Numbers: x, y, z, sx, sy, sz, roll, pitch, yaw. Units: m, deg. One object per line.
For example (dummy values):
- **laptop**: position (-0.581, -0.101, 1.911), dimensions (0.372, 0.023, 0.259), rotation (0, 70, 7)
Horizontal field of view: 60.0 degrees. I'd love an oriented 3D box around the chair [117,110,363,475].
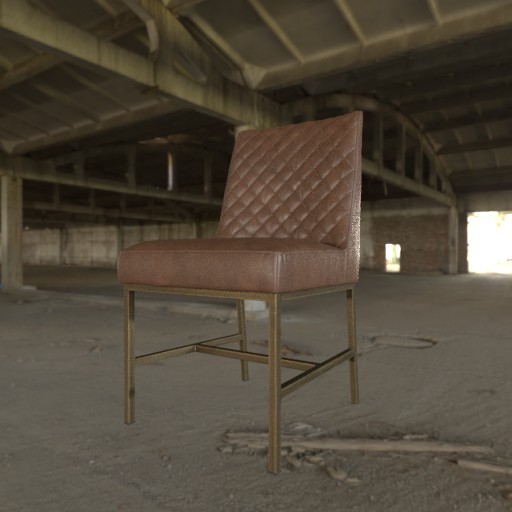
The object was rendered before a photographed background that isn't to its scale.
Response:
- **chair**: position (0.000, 0.000, 1.261), dimensions (0.508, 0.889, 0.587), rotation (0, 1, 35)
